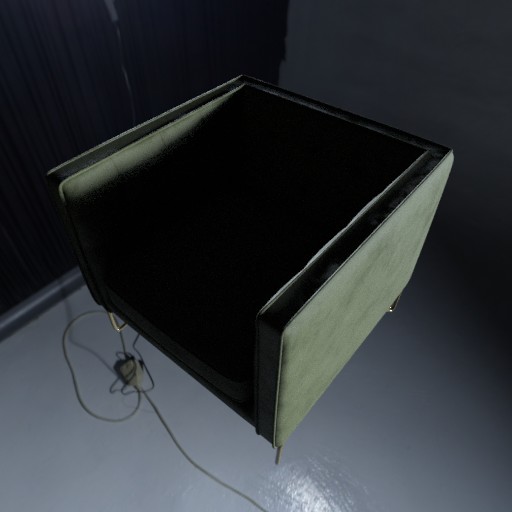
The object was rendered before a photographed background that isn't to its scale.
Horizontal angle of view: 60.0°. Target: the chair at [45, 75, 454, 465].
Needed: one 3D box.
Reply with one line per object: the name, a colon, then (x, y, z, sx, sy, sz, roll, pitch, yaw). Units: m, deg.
chair: (0.000, 0.000, 1.560, 0.880, 0.790, 0.894, 30, 52, 27)
